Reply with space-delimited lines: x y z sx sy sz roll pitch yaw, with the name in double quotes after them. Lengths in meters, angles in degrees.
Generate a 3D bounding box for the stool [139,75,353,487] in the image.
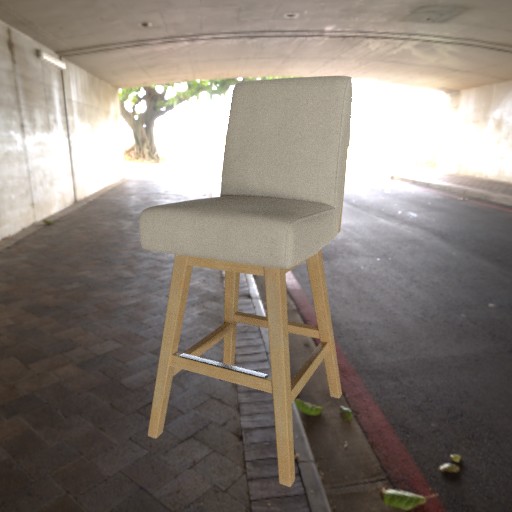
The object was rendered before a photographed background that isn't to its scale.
0.000 0.000 1.282 0.446 1.015 0.543 7 16 25 "stool"
